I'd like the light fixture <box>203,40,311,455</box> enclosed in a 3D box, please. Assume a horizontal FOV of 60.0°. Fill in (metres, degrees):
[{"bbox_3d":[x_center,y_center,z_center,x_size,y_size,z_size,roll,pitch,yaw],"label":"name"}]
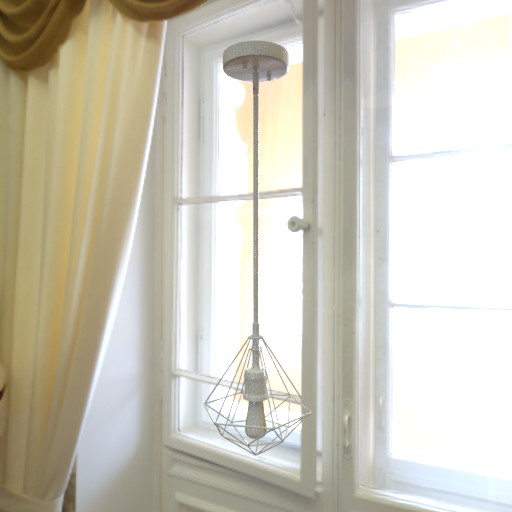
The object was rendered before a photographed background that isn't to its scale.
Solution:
[{"bbox_3d":[0.000,0.000,1.962,0.431,1.764,0.487,0,0,-17],"label":"light fixture"}]
